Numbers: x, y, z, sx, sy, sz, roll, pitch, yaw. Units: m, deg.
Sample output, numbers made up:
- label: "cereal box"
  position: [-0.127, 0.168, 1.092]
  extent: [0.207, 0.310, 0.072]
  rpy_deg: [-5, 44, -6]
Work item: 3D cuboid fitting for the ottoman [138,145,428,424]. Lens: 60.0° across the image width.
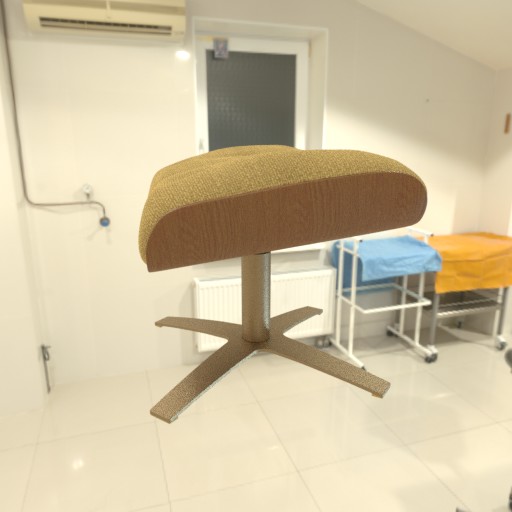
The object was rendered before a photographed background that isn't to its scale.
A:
- label: "ottoman"
  position: [0.000, 0.000, 0.817]
  extent: [0.394, 0.391, 0.520]
  rpy_deg: [-3, 15, -11]
